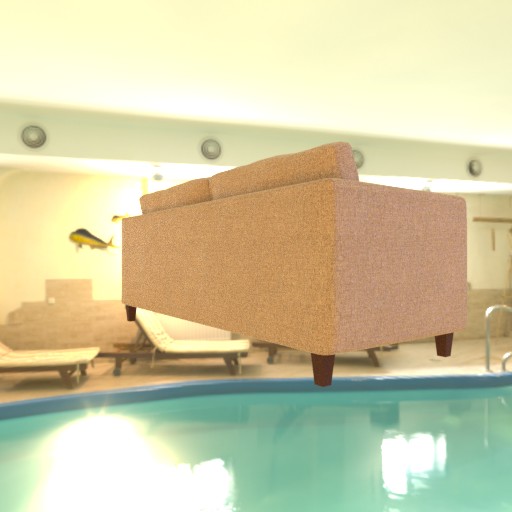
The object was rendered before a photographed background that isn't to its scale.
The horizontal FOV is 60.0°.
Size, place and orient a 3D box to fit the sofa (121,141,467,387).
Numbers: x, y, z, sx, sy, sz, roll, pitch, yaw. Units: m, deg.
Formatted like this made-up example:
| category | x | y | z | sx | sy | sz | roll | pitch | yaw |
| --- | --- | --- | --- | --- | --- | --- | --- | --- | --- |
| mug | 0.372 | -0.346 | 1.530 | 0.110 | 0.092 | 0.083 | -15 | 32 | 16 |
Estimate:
| category | x | y | z | sx | sy | sz | roll | pitch | yaw |
| --- | --- | --- | --- | --- | --- | --- | --- | --- | --- |
| sofa | 0.000 | 0.000 | 2.712 | 0.951 | 0.965 | 2.208 | 0 | 0 | -36 |
